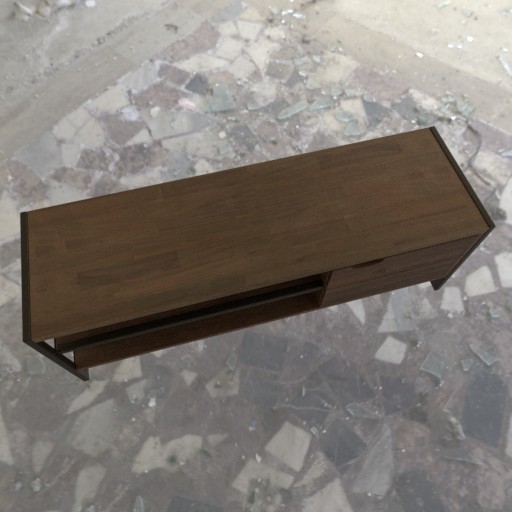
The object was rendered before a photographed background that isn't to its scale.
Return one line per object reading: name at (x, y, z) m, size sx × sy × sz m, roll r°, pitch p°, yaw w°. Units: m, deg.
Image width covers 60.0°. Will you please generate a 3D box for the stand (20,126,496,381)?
stand at (0.000, 0.000, 1.661) m, size 1.480 × 0.506 × 0.454 m, roll -13°, pitch 63°, yaw -7°
